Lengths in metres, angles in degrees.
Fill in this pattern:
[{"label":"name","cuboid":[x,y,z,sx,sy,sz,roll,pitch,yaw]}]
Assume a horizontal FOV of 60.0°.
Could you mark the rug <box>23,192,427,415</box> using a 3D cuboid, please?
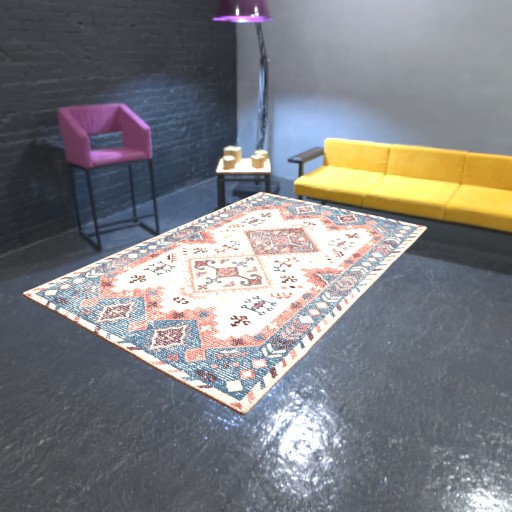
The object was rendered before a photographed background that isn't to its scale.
[{"label":"rug","cuboid":[0.000,0.000,2.298,1.225,0.015,1.840,17,30,32]}]
